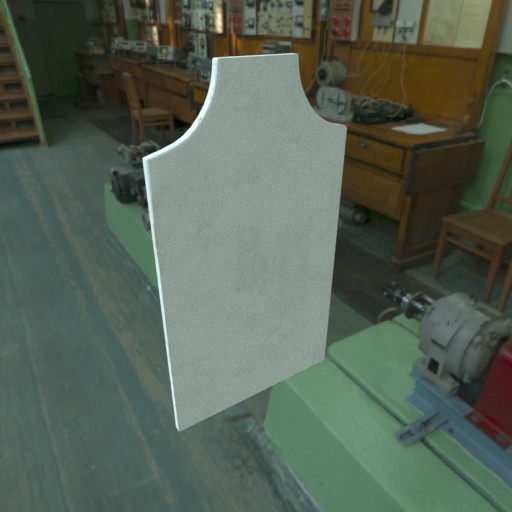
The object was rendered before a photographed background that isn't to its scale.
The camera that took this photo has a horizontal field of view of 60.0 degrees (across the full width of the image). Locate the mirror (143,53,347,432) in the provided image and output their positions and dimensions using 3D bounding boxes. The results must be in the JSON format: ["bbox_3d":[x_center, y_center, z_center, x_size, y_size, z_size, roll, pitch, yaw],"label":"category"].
[{"bbox_3d":[0.000,0.000,0.868,0.403,0.717,0.022,-18,33,-29],"label":"mirror"}]
